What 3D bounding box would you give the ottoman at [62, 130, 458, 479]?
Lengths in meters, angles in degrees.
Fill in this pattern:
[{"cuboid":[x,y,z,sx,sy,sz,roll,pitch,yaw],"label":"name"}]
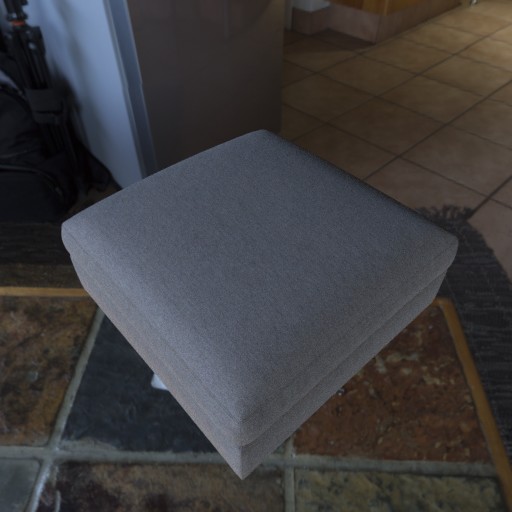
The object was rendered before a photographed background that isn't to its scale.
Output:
[{"cuboid":[0.000,0.000,1.656,1.041,0.470,1.041,-33,54,-28],"label":"ottoman"}]
